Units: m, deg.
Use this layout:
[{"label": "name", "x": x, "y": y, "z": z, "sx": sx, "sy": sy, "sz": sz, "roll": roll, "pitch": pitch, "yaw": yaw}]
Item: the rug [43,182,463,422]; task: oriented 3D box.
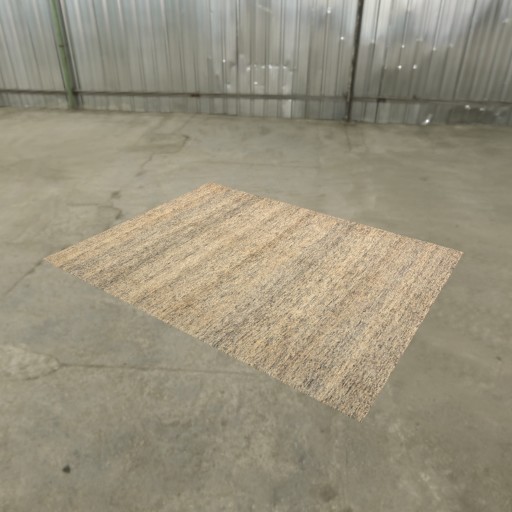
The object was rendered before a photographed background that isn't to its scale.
[{"label": "rug", "x": 0.000, "y": 0.000, "z": 4.223, "sx": 3.199, "sy": 0.036, "sz": 2.414, "roll": 20, "pitch": 36, "yaw": 30}]
